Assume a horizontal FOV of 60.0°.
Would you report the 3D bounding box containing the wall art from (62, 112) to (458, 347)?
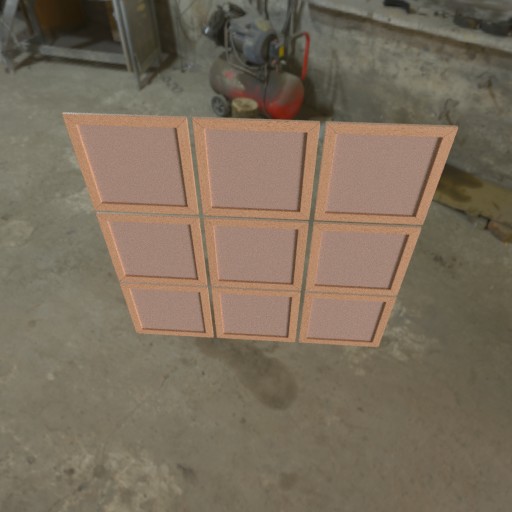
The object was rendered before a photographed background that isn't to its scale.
[{"bbox_3d":[0.000,0.000,2.242,1.519,1.507,0.014,3,46,3],"label":"wall art"}]
